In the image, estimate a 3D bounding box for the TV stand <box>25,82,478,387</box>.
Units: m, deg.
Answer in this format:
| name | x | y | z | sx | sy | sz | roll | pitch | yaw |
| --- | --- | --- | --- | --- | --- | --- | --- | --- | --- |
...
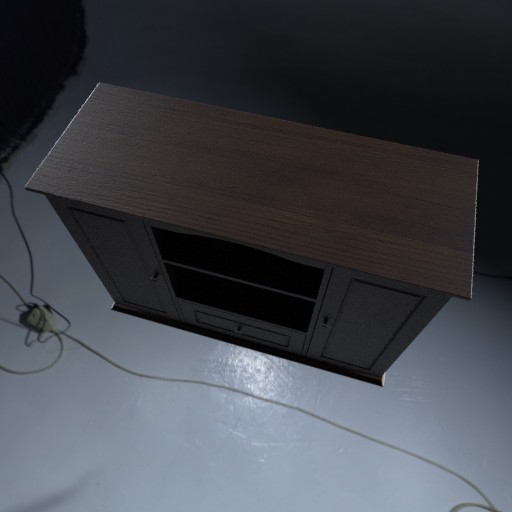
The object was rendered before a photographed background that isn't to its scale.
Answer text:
| name | x | y | z | sx | sy | sz | roll | pitch | yaw |
| --- | --- | --- | --- | --- | --- | --- | --- | --- | --- |
| TV stand | 0.000 | 0.000 | 1.461 | 1.067 | 0.813 | 0.406 | 14 | 60 | 8 |
